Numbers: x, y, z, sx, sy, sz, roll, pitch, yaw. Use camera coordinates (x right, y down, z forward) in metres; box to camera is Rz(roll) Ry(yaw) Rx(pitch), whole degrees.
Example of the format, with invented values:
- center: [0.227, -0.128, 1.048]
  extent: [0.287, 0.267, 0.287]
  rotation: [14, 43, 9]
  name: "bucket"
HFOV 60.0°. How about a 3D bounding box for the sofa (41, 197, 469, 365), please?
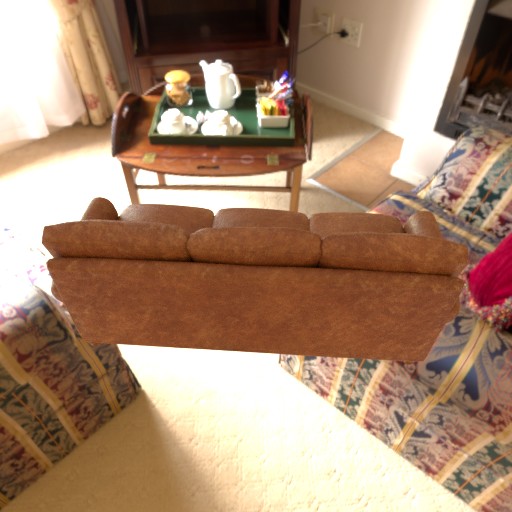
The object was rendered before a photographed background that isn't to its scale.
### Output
- center: [0.000, 0.000, 2.830]
  extent: [2.351, 0.977, 0.973]
  rotation: [3, 46, 3]
  name: "sofa"
